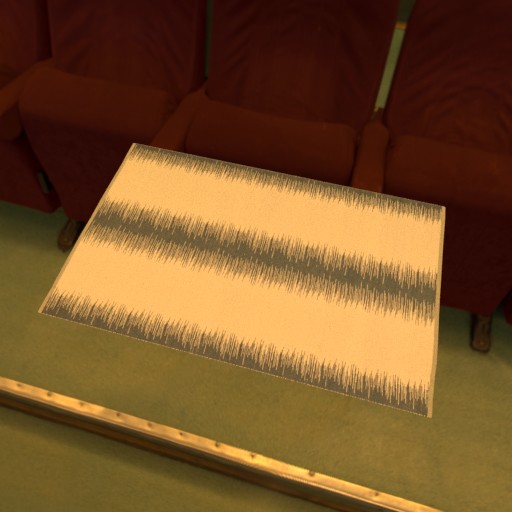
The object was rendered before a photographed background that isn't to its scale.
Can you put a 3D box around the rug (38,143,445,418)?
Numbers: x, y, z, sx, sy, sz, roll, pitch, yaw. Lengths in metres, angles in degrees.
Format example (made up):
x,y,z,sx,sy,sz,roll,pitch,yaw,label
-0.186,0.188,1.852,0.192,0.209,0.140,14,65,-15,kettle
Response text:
x,y,z,sx,sy,sz,roll,pitch,yaw,label
0.000,0.000,3.007,2.453,0.003,1.519,13,60,8,rug
